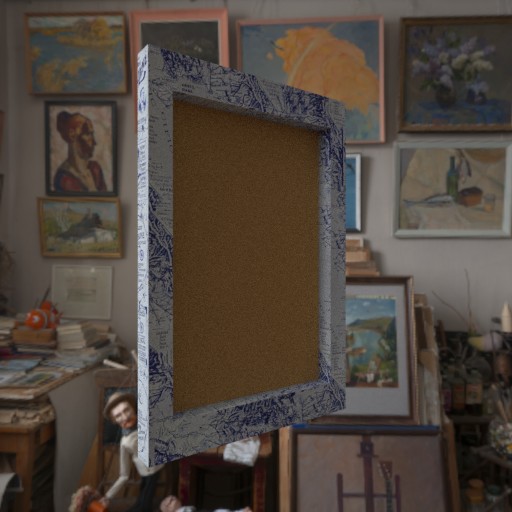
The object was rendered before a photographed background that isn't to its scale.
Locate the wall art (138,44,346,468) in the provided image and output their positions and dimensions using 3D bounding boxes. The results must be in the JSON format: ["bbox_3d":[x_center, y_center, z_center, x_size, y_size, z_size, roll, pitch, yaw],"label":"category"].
[{"bbox_3d":[0.000,0.000,0.478,0.255,0.376,0.025,0,0,-36],"label":"wall art"}]
